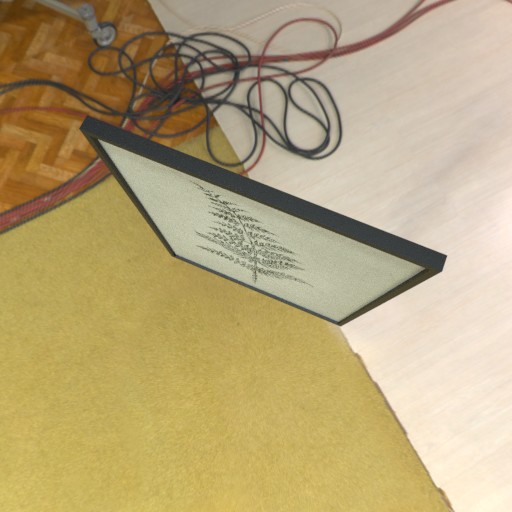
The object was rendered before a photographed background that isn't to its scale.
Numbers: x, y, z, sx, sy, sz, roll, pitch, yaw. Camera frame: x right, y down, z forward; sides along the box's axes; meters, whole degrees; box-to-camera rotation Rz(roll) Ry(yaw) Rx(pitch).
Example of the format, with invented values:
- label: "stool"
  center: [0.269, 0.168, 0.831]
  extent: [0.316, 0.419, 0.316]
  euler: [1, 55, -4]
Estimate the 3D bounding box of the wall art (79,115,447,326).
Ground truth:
- label: "wall art"
  center: [0.000, 0.000, 1.424]
  extent: [0.802, 1.070, 0.036]
  euler: [22, 76, 6]
